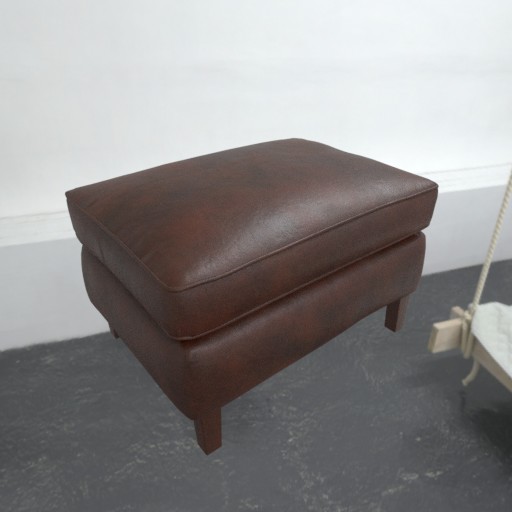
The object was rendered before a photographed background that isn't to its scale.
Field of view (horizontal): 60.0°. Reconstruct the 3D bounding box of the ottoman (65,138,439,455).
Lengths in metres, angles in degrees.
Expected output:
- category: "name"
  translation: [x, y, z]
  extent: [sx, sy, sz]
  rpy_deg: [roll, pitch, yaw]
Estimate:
- category: "ottoman"
  translation: [0.000, 0.000, 1.000]
  extent: [0.665, 0.432, 0.501]
  rpy_deg: [-22, 37, -32]
